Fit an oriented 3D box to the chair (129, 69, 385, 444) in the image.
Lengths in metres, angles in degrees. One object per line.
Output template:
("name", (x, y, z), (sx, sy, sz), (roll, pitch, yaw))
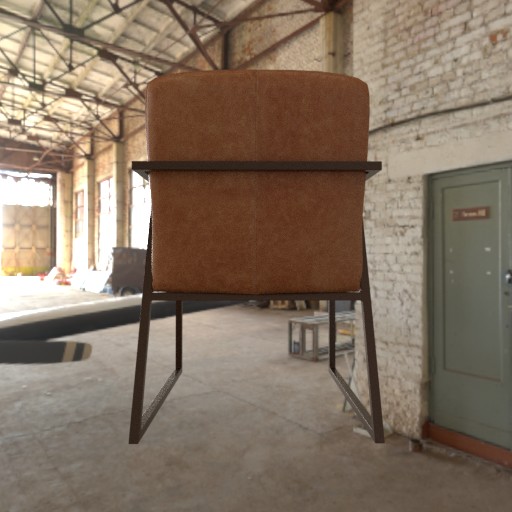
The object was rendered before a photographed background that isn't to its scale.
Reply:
("chair", (0.000, 0.000, 1.291), (0.571, 0.832, 0.677), (0, 0, 0))
